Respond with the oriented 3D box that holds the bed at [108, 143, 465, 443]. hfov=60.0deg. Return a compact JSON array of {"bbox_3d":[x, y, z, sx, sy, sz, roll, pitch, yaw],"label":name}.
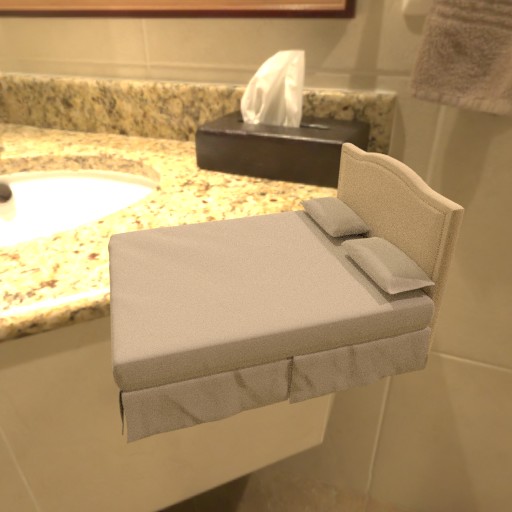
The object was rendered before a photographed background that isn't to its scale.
[{"bbox_3d":[0.000,0.000,3.712,2.477,1.437,1.977,-8,31,-14],"label":"bed"}]
